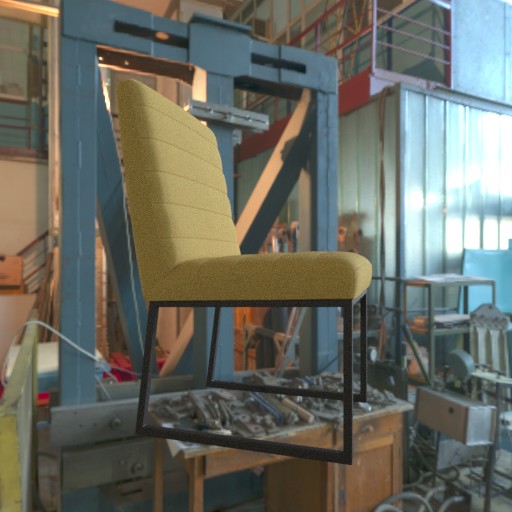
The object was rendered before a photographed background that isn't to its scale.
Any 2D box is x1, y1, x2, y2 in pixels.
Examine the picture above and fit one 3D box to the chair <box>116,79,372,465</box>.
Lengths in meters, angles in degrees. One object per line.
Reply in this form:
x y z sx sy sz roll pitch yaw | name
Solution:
0.000 0.000 1.295 0.634 0.930 0.520 0 0 18 | chair
